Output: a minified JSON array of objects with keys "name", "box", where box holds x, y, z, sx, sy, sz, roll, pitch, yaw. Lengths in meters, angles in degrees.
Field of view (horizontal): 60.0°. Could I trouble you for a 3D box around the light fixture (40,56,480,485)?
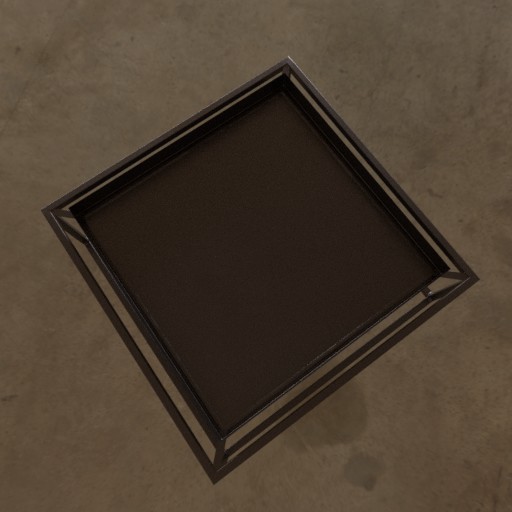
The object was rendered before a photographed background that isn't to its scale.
[{"name":"light fixture","box":[0.000,0.000,0.683,0.441,0.191,0.441,-35,78,-8]}]
